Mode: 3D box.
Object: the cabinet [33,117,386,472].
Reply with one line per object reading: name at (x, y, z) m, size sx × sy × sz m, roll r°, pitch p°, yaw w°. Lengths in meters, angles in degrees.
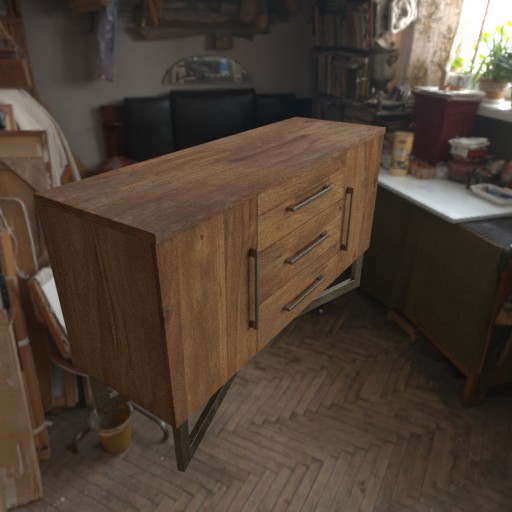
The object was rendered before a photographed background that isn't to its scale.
cabinet at (0.000, 0.000, 1.735) m, size 0.480 × 0.812 × 1.373 m, roll 18°, pitch 32°, yaw 30°
